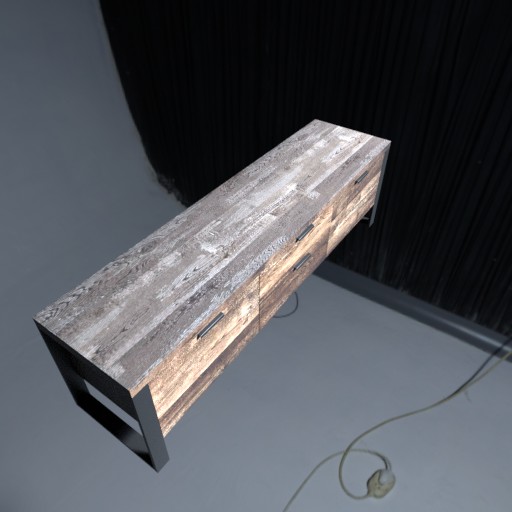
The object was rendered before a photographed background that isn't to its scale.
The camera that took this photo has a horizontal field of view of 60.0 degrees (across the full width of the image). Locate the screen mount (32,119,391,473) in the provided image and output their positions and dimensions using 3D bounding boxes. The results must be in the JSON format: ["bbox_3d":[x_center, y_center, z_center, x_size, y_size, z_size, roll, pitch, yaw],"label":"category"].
[{"bbox_3d":[0.000,0.000,1.723,0.395,0.450,1.524,25,47,26],"label":"screen mount"}]
